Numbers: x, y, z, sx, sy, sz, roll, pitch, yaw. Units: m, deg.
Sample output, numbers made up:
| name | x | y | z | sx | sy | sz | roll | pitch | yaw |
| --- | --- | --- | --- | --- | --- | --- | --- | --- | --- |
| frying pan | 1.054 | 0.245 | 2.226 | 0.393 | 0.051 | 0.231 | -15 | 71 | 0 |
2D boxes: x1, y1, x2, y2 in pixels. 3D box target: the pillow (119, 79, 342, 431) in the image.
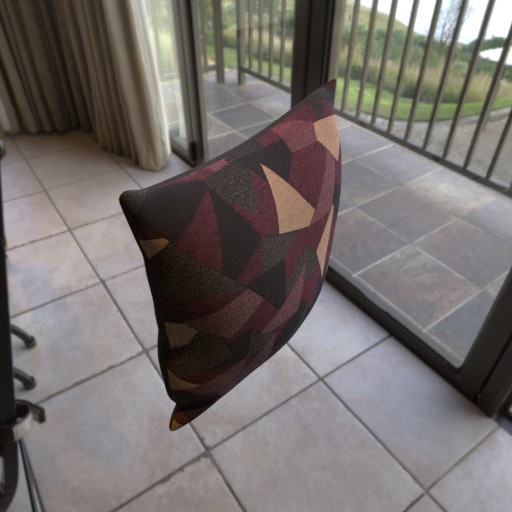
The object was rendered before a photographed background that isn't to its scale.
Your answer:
| name | x | y | z | sx | sy | sz | roll | pitch | yaw |
| --- | --- | --- | --- | --- | --- | --- | --- | --- | --- |
| pillow | 0.000 | 0.000 | 0.788 | 0.208 | 0.496 | 0.503 | 26 | 47 | 27 |
